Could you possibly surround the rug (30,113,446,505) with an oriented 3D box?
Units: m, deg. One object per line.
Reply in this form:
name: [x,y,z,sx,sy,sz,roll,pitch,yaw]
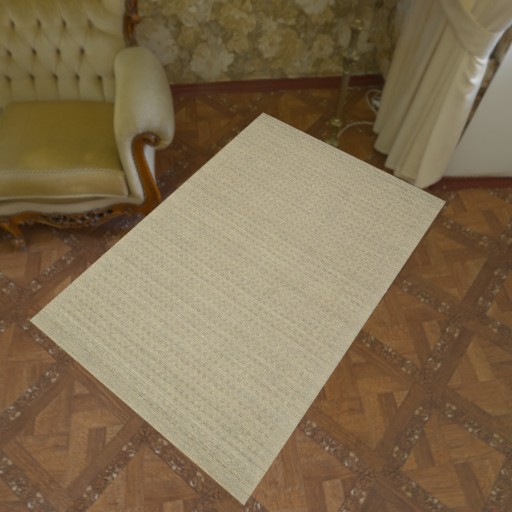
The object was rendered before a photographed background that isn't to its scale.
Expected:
rug: [0.000,0.000,3.565,1.981,0.006,2.895,32,62,19]
